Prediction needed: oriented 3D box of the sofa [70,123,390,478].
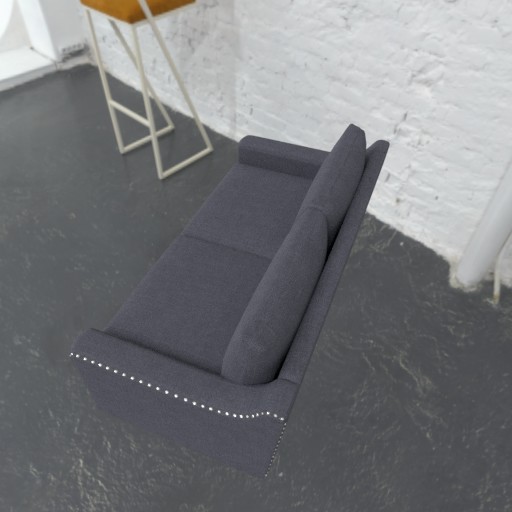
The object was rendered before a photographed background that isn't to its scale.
[{"bbox_3d":[0.000,0.000,3.254,1.336,1.196,2.550,16,48,16],"label":"sofa"}]
